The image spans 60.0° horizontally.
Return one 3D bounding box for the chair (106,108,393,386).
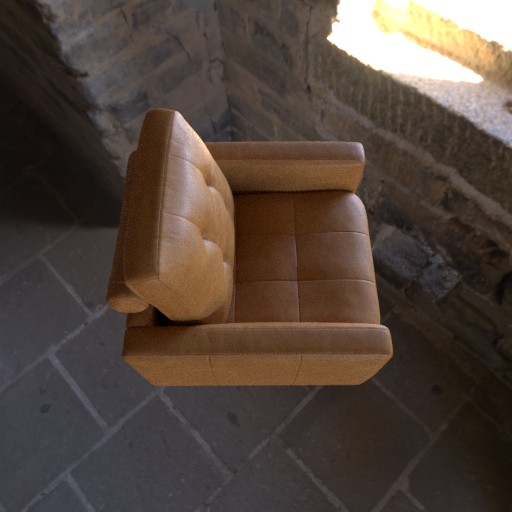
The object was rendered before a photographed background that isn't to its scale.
[{"bbox_3d":[0.000,0.000,1.584,0.868,0.896,0.831,0,64,0],"label":"chair"}]
